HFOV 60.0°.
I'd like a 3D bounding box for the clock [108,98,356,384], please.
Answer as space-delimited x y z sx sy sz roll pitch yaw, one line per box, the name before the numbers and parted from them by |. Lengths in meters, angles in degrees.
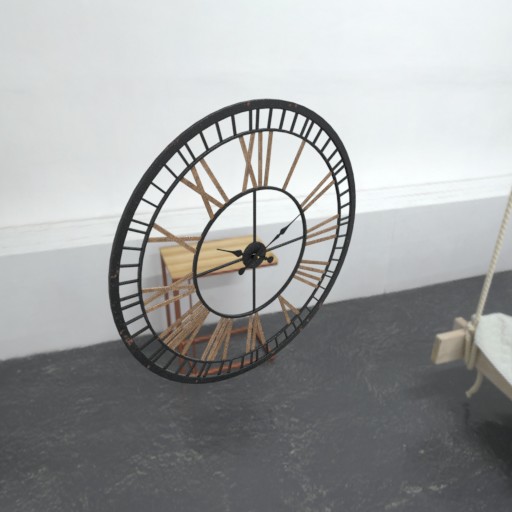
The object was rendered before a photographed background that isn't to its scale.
clock | 0.000 0.000 1.253 0.843 0.843 0.025 -21 35 -33
